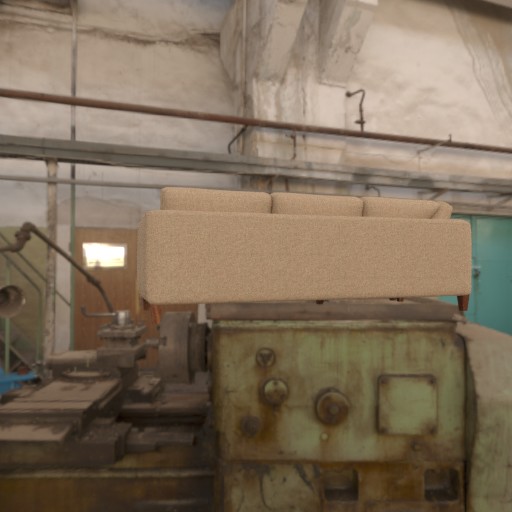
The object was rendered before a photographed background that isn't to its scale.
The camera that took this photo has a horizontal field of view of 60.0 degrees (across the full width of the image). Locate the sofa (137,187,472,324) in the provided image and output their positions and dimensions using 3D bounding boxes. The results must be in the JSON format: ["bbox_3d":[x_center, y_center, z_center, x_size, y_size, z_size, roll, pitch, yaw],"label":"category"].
[{"bbox_3d":[0.000,0.000,4.717,2.551,0.889,3.403,0,-1,-18],"label":"sofa"}]
